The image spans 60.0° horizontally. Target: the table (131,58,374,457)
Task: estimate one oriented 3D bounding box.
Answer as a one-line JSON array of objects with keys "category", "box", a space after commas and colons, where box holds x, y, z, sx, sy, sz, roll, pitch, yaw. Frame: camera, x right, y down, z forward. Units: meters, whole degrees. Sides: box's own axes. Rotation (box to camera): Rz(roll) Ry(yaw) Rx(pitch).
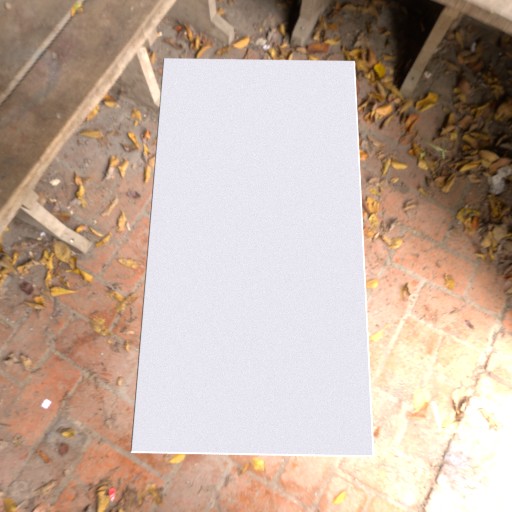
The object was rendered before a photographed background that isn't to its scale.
[{"category": "table", "box": [0.000, 0.000, 1.372, 0.559, 0.457, 1.067, 1, 75, 0]}]
